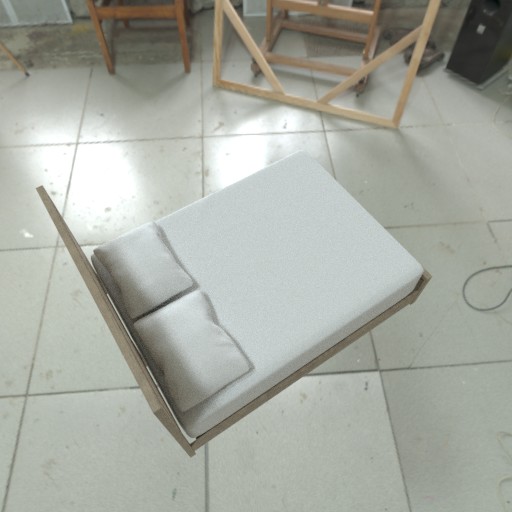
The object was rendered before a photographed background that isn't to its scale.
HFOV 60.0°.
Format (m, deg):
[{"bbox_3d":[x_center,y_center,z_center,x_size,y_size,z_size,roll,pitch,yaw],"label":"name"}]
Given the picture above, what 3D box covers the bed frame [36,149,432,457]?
[{"bbox_3d":[0.000,0.000,3.273,2.189,1.369,1.606,-29,62,-17],"label":"bed frame"}]
